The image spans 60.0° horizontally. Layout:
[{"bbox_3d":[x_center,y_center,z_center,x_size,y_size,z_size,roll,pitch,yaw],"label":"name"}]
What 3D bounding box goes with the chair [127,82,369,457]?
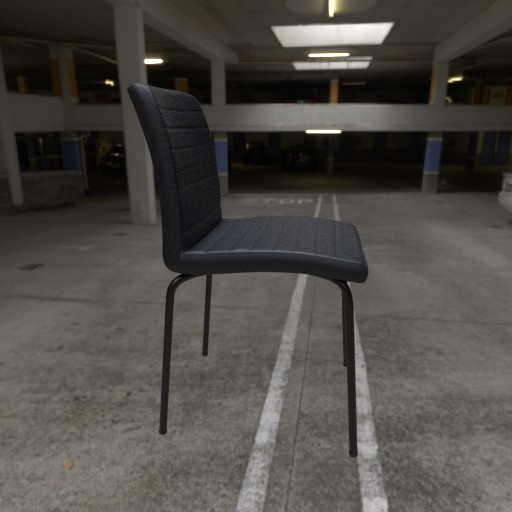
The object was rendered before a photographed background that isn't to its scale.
[{"bbox_3d":[0.000,0.000,1.210,0.572,0.872,0.450,3,16,9],"label":"chair"}]
